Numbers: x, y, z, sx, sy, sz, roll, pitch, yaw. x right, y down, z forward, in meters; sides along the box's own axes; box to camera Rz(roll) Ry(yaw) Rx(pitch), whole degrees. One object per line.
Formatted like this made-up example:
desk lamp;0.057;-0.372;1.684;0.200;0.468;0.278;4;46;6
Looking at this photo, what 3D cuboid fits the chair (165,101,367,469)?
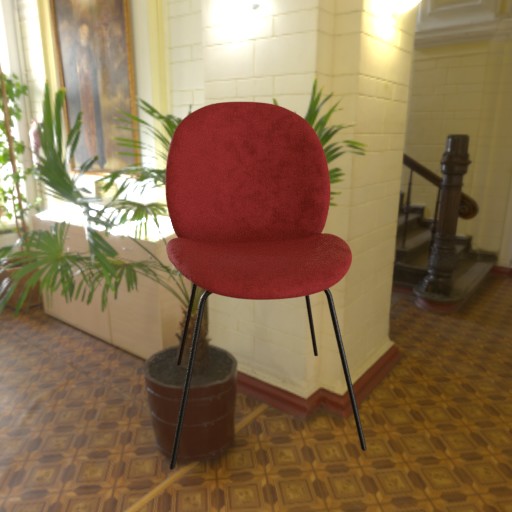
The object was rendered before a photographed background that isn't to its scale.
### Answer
chair;0.000;0.000;1.145;0.458;0.791;0.587;-2;15;-7
